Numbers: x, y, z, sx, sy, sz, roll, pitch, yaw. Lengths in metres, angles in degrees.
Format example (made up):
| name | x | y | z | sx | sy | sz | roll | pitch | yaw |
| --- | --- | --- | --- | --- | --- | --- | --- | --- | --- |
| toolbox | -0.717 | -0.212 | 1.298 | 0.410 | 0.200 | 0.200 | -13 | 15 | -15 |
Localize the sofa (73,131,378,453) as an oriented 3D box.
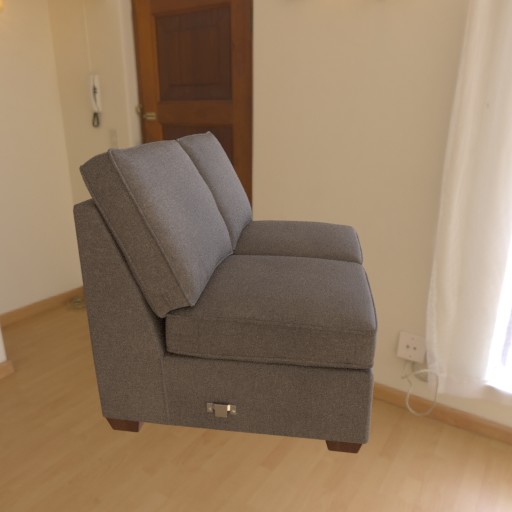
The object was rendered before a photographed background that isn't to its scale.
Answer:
| name | x | y | z | sx | sy | sz | roll | pitch | yaw |
| --- | --- | --- | --- | --- | --- | --- | --- | --- | --- |
| sofa | 0.000 | 0.000 | 1.952 | 0.951 | 1.008 | 1.237 | 3 | 18 | 8 |
